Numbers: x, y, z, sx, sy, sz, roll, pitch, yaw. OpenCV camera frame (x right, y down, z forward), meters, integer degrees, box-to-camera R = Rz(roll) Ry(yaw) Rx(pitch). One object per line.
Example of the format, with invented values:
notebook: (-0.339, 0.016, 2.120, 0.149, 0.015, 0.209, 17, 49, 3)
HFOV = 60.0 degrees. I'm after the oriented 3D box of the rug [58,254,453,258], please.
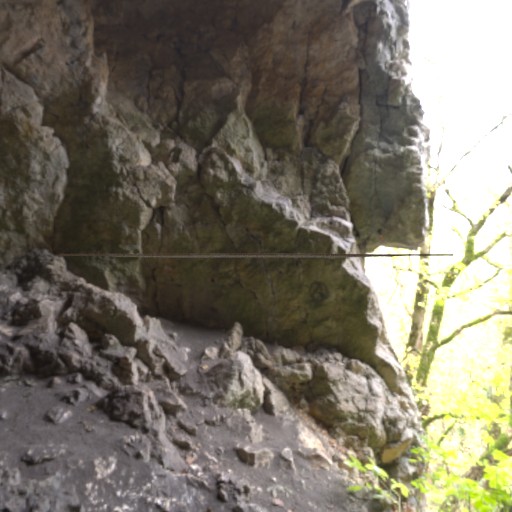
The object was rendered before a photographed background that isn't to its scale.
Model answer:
rug: (0.000, 0.000, 4.374, 2.452, 0.020, 3.365, 0, 0, 0)
